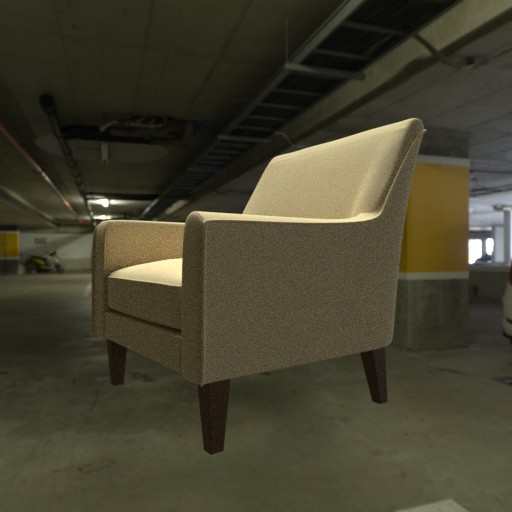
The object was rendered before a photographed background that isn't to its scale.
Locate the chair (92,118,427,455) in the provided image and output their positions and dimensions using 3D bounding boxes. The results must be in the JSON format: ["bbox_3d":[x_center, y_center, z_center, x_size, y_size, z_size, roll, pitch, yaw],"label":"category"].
[{"bbox_3d":[0.000,0.000,1.544,0.899,0.919,0.780,0,0,-37],"label":"chair"}]
